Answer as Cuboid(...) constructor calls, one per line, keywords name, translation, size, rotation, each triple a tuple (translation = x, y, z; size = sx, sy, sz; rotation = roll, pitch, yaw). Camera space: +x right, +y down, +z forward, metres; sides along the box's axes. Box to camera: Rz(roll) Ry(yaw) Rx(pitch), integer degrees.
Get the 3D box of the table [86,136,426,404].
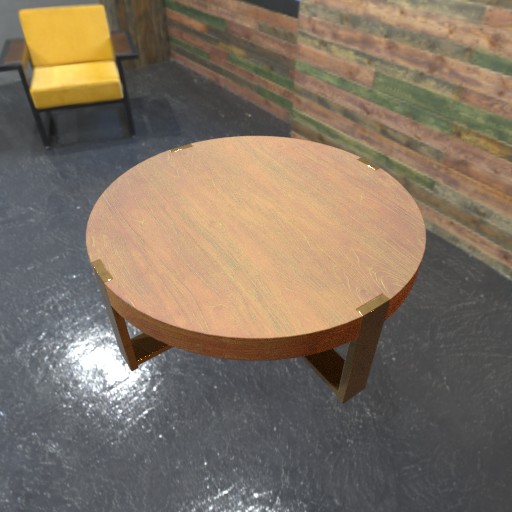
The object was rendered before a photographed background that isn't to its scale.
Cuboid(name="table", translation=(0.000, 0.000, 1.633), size=(1.100, 0.420, 1.100), rotation=(0, 41, 0))
